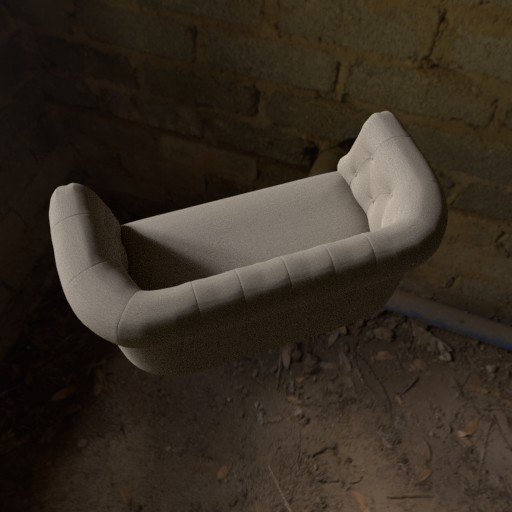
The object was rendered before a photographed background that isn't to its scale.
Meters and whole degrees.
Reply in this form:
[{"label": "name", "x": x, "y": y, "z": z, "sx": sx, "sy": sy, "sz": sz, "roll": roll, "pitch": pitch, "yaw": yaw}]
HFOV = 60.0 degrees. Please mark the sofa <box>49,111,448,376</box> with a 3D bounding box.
[{"label": "sofa", "x": 0.000, "y": 0.000, "z": 2.031, "sx": 1.558, "sy": 0.827, "sz": 0.835, "roll": -16, "pitch": 59, "yaw": -10}]
